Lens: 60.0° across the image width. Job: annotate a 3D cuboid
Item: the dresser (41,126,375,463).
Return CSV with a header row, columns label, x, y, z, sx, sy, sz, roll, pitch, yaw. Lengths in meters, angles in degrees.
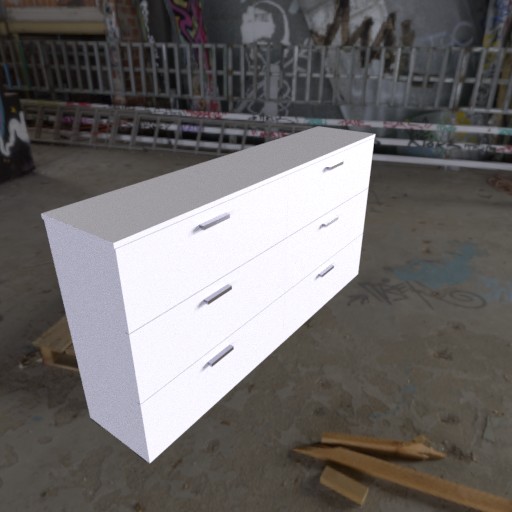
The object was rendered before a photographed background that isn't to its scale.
label,x,y,z,sx,sy,sz,roll,pitch,yaw
dresser,0.000,0.000,1.860,0.333,0.790,1.535,19,33,32
